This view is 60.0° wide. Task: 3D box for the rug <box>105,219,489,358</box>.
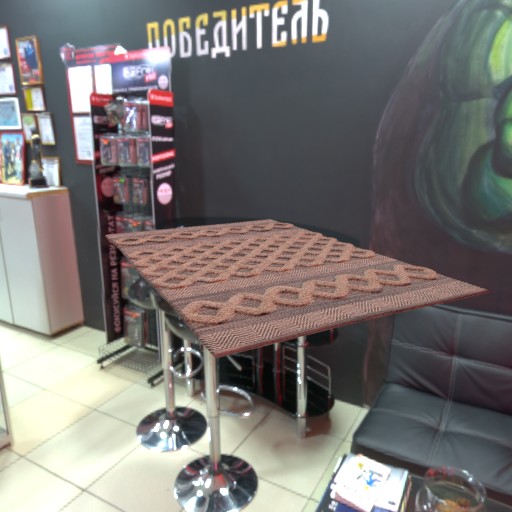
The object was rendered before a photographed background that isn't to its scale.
[{"bbox_3d":[0.000,0.000,2.325,1.222,0.030,1.823,-8,17,-27],"label":"rug"}]
